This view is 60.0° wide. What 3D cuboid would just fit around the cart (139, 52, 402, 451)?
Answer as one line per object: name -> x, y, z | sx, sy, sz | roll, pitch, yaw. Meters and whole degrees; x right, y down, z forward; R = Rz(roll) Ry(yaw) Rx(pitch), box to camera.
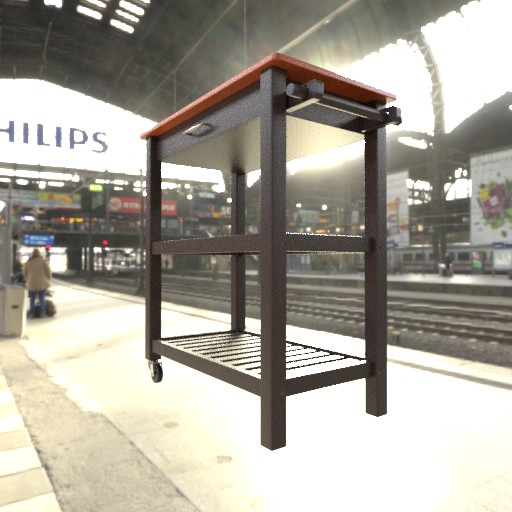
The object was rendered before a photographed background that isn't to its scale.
cart -> 0.000, 0.000, 1.457 | 0.457, 0.927, 0.899 | 0, -1, -36
